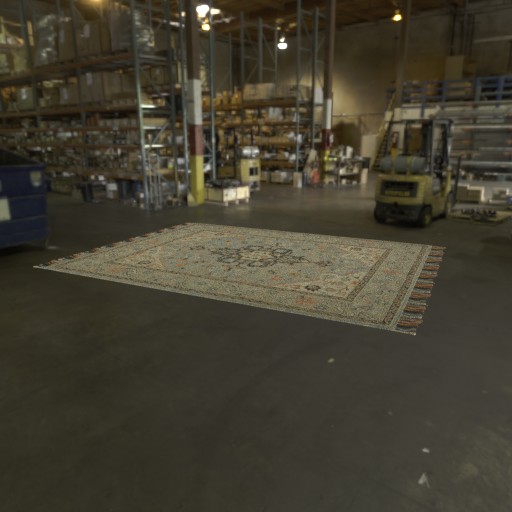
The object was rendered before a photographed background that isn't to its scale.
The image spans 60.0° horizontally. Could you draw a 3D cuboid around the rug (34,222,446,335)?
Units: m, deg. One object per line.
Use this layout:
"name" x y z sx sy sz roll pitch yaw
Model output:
"rug" 0.000 0.000 4.240 3.221 0.011 2.379 7 16 25
